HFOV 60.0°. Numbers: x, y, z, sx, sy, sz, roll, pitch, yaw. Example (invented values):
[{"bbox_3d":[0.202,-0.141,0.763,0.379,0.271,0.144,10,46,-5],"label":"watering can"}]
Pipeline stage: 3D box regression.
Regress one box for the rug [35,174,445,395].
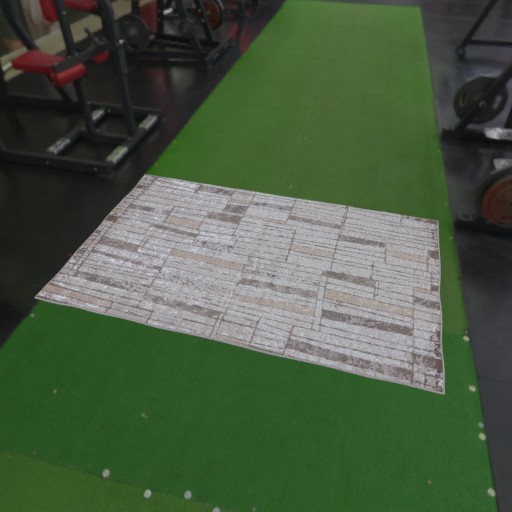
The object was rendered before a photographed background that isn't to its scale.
[{"bbox_3d":[0.000,0.000,3.060,2.444,0.023,1.531,11,43,12],"label":"rug"}]
